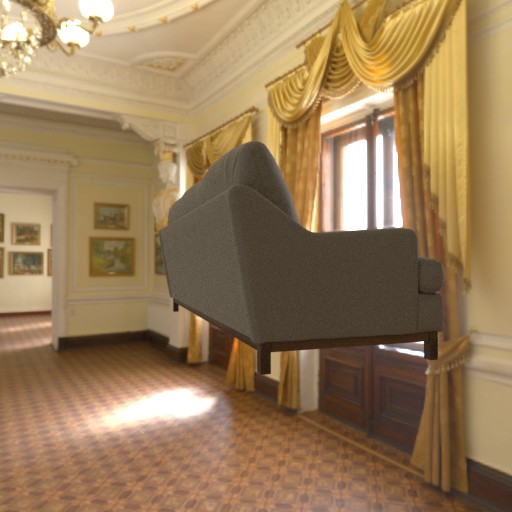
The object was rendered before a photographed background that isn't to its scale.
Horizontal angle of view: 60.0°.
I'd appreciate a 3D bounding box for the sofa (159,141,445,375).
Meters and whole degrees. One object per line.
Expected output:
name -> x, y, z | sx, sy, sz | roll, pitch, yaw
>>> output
sofa -> 0.000, 0.000, 2.863 | 0.987, 0.926, 2.344 | 0, -1, -19
